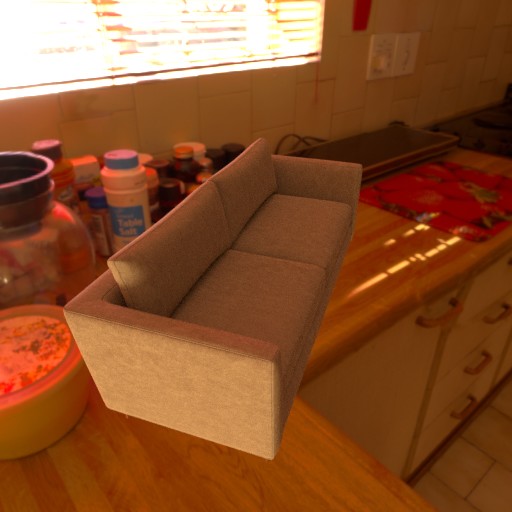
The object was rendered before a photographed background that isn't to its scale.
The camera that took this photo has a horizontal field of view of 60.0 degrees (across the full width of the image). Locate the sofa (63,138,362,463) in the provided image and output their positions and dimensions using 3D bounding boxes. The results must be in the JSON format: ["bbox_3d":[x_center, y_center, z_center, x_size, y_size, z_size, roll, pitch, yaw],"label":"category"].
[{"bbox_3d":[0.000,0.000,2.563,0.889,0.864,2.121,10,32,17],"label":"sofa"}]
